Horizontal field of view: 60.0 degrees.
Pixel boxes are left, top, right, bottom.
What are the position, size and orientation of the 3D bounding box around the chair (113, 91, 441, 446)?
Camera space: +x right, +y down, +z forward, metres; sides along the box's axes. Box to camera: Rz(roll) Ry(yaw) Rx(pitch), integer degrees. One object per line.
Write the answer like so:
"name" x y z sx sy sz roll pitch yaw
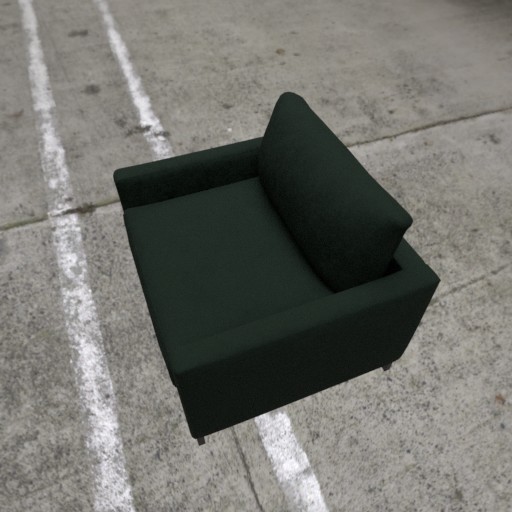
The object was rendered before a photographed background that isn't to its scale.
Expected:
"chair" 0.000 0.000 1.676 0.866 0.861 0.963 -17 50 -15
